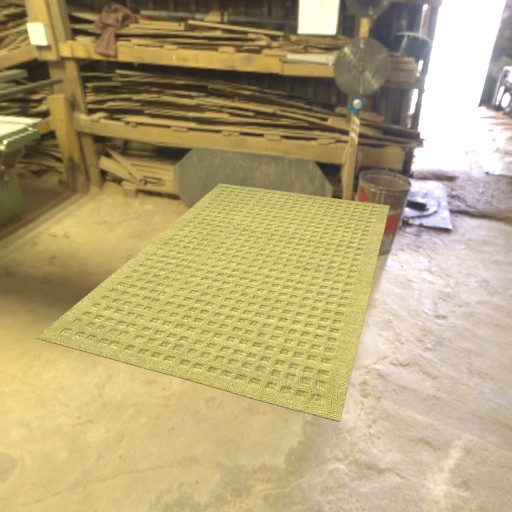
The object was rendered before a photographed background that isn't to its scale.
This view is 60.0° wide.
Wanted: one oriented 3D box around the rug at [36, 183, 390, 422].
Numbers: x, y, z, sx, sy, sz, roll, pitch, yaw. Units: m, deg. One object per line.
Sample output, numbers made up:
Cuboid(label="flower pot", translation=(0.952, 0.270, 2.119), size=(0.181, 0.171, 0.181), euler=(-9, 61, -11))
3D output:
Cuboid(label="rug", translation=(0.000, 0.000, 2.934), size=(1.529, 0.007, 2.297), euler=(10, 32, 17))
